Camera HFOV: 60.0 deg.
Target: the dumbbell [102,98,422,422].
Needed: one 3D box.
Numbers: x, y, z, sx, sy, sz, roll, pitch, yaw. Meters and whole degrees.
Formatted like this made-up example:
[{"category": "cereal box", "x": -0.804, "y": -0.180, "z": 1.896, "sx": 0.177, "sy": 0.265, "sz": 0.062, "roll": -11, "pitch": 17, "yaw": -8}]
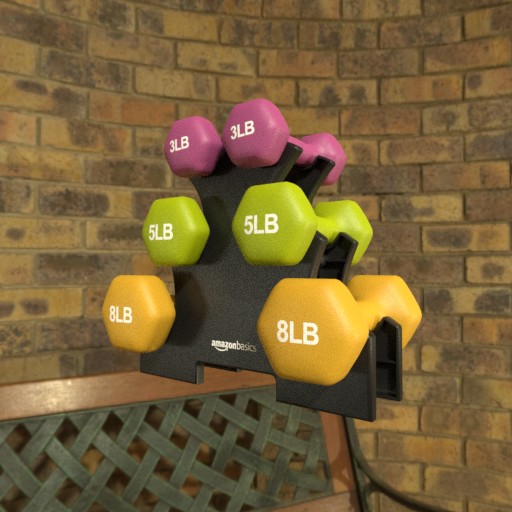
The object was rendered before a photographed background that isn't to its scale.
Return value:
[{"category": "dumbbell", "x": 0.000, "y": 0.000, "z": 0.471, "sx": 0.300, "sy": 0.271, "sz": 0.190, "roll": -1, "pitch": -2, "yaw": 36}]
